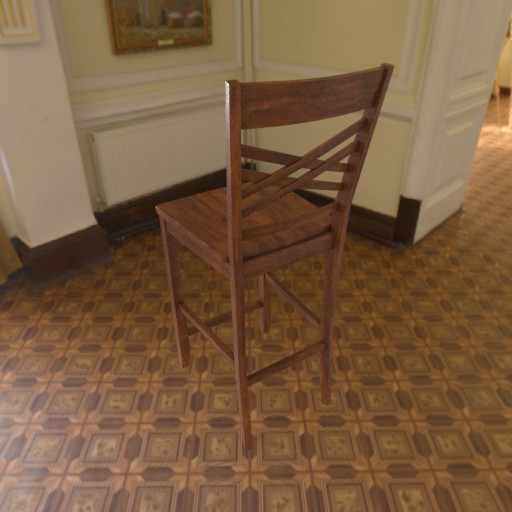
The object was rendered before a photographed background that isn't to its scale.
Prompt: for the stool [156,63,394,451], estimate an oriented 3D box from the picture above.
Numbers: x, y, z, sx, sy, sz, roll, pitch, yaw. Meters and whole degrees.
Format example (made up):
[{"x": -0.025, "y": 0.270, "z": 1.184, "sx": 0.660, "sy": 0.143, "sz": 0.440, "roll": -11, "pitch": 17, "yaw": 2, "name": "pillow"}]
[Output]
[{"x": 0.000, "y": 0.000, "z": 1.339, "sx": 0.426, "sy": 1.098, "sz": 0.504, "roll": -18, "pitch": 36, "yaw": -28, "name": "stool"}]
